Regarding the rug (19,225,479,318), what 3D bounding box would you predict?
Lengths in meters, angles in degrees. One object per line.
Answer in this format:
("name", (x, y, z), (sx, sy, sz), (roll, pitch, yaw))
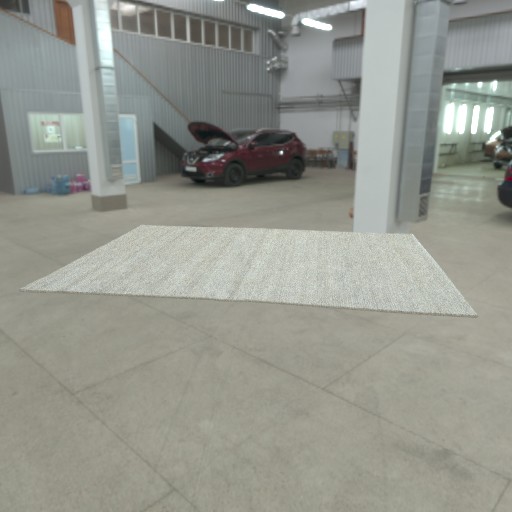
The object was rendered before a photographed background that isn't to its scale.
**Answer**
("rug", (0.000, 0.000, 2.899), (2.264, 0.030, 1.624), (2, 16, 9))
